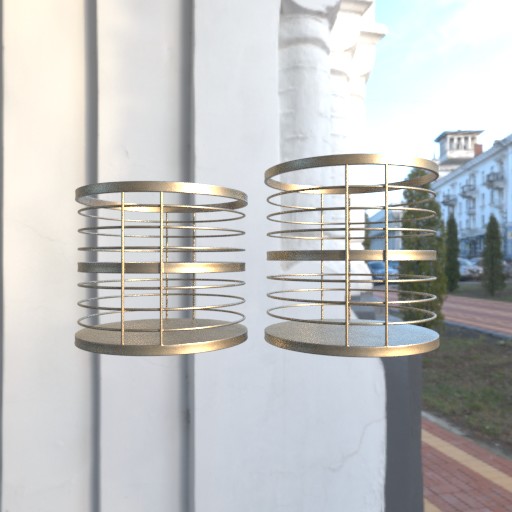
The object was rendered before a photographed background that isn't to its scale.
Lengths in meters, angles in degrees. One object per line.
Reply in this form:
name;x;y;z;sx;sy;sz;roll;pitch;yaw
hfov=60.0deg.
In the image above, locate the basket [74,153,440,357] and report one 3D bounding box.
basket;0.000;0.000;0.942;0.746;0.351;0.356;0;0;1
